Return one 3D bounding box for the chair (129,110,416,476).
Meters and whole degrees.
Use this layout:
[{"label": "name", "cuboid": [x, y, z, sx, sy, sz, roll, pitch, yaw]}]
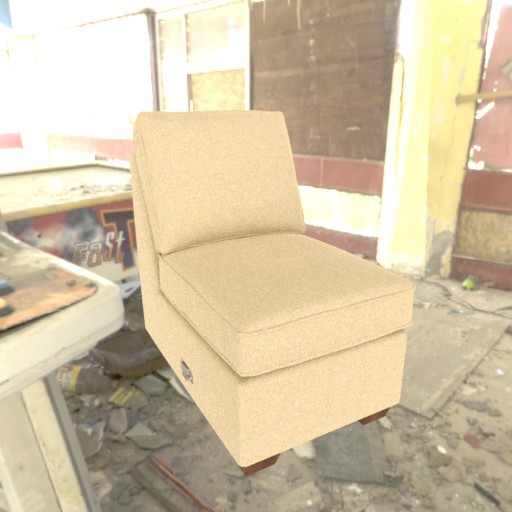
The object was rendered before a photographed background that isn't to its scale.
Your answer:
[{"label": "chair", "cuboid": [0.000, 0.000, 1.553, 0.621, 0.970, 0.938, -10, 21, -27]}]
